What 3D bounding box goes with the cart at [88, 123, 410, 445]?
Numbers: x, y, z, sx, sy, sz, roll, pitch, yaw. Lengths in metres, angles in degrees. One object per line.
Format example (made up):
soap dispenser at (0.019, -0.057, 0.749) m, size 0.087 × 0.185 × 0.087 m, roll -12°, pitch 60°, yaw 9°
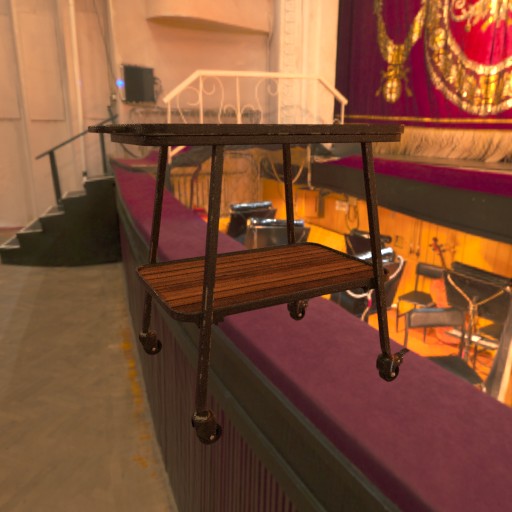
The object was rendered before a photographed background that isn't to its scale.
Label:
cart at (0.000, 0.000, 1.233) m, size 0.806 × 0.700 × 0.515 m, roll -8°, pitch 18°, yaw -27°
